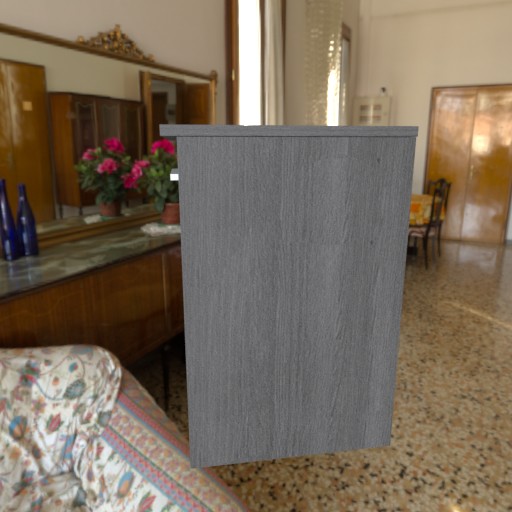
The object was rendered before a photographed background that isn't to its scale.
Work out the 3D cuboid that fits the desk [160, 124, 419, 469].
[{"bbox_3d":[0.000,0.000,1.344,0.498,0.724,0.893,-2,14,-9],"label":"desk"}]
